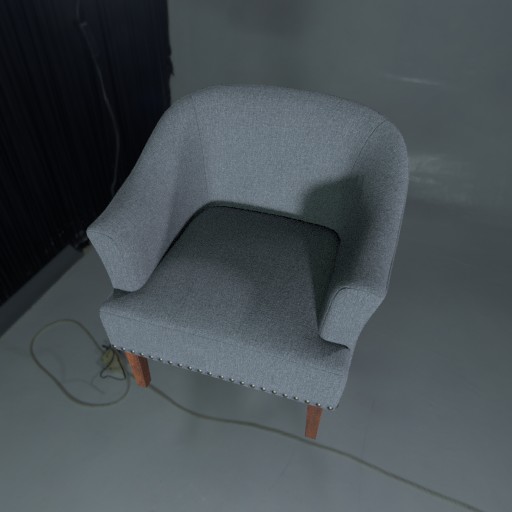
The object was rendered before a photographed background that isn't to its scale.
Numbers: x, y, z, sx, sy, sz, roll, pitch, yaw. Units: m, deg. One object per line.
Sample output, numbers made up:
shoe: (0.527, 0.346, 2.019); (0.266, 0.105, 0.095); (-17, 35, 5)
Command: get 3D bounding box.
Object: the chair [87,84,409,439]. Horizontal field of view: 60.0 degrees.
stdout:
chair: (0.000, 0.000, 1.391); (0.798, 0.815, 0.704); (12, 42, 14)
